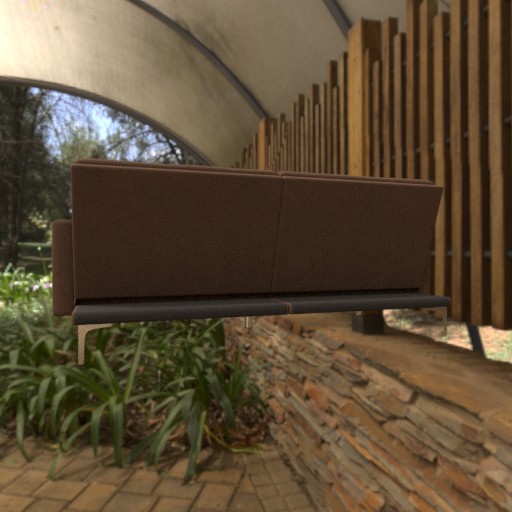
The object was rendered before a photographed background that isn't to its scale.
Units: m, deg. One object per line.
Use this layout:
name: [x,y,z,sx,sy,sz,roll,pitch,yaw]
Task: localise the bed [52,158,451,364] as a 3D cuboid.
bed: [0.000,0.000,2.306,1.905,0.787,0.889,0,1,-19]
